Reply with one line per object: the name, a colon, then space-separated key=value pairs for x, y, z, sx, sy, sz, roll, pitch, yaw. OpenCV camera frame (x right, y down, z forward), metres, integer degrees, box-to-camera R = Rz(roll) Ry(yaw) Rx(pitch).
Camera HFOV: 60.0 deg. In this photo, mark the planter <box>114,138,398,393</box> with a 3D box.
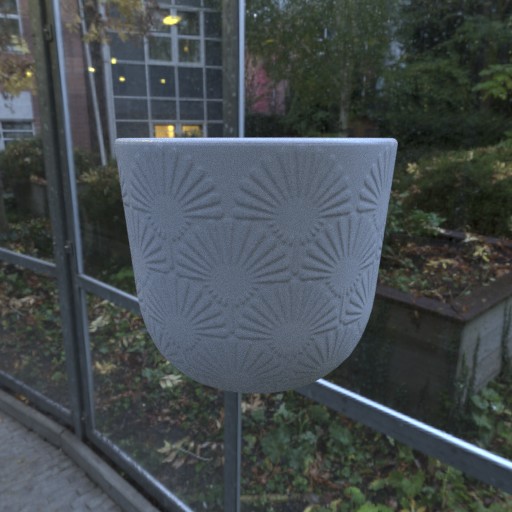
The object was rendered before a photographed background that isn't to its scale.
planter: x=0.000 y=0.000 z=0.296 sx=0.170 sy=0.152 sz=0.170 roll=0 pitch=15 yaw=0
